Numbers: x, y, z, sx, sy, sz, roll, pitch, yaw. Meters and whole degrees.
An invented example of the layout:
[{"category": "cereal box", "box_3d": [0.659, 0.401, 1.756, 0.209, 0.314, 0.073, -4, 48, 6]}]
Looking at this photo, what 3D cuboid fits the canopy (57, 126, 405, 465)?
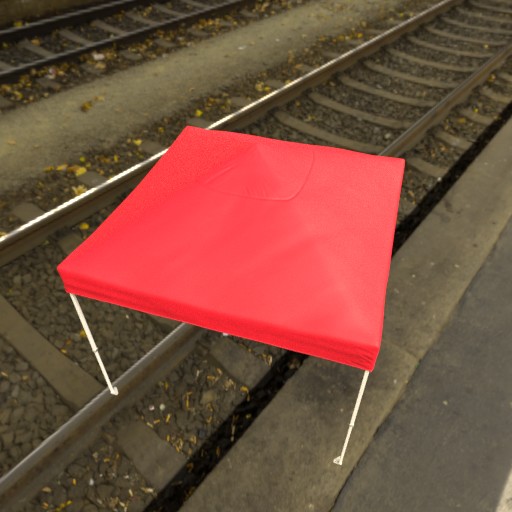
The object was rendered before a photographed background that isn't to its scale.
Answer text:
[{"category": "canopy", "box_3d": [0.000, 0.000, 5.349, 2.996, 2.997, 2.998, 12, 44, 13]}]
